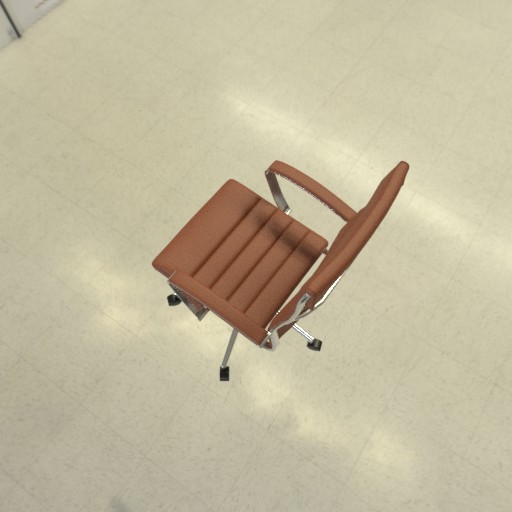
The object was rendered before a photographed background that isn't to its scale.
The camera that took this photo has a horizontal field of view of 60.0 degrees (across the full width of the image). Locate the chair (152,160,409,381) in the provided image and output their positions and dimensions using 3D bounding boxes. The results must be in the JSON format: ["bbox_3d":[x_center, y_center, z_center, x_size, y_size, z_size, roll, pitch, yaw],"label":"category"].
[{"bbox_3d":[0.000,0.000,1.630,0.739,1.149,0.766,34,69,15],"label":"chair"}]
